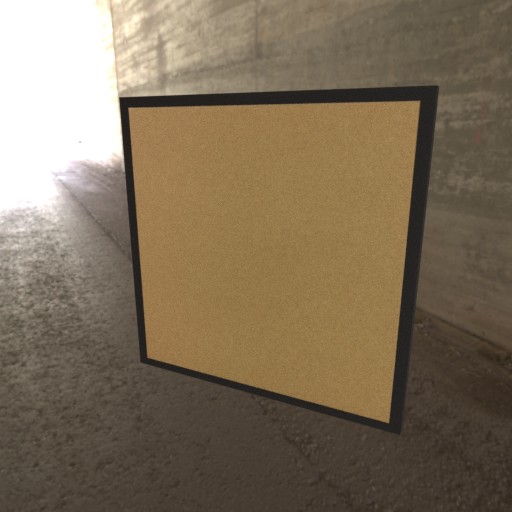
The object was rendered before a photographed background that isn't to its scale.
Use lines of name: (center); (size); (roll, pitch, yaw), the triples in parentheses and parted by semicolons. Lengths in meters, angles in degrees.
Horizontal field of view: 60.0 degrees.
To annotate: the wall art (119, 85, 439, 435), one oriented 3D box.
wall art: (0.000, 0.000, 1.097); (0.762, 0.760, 0.037); (8, 18, 25)
